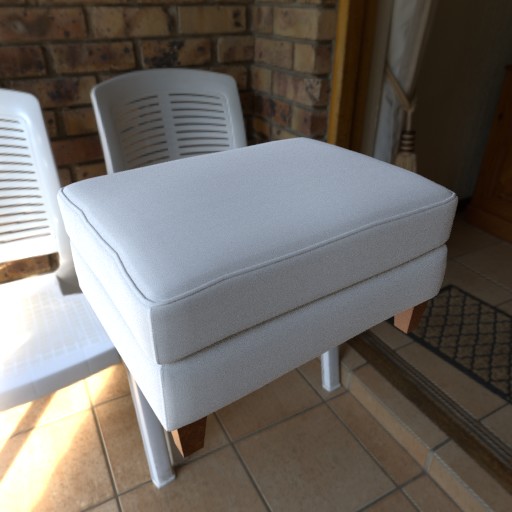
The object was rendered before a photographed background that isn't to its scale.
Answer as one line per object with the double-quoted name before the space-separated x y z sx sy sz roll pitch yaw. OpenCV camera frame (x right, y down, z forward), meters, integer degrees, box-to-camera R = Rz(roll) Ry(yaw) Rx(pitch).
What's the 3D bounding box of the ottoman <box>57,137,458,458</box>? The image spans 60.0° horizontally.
"ottoman" 0.000 0.000 1.177 0.818 0.479 0.634 -19 35 -29
